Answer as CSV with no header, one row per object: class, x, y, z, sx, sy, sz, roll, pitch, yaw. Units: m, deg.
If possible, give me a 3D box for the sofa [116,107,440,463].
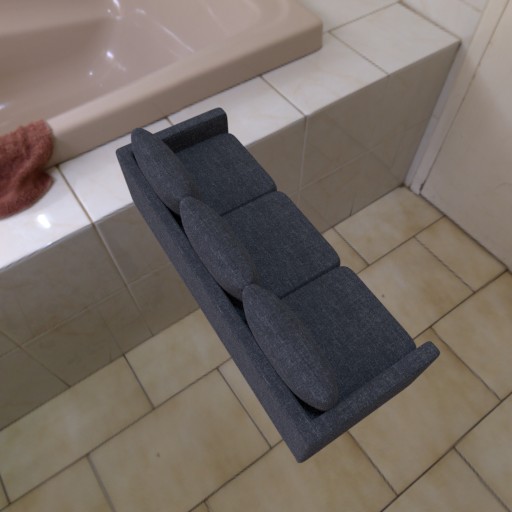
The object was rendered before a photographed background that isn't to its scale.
sofa,0.000,0.000,2.788,0.859,0.874,2.218,-28,62,-17
